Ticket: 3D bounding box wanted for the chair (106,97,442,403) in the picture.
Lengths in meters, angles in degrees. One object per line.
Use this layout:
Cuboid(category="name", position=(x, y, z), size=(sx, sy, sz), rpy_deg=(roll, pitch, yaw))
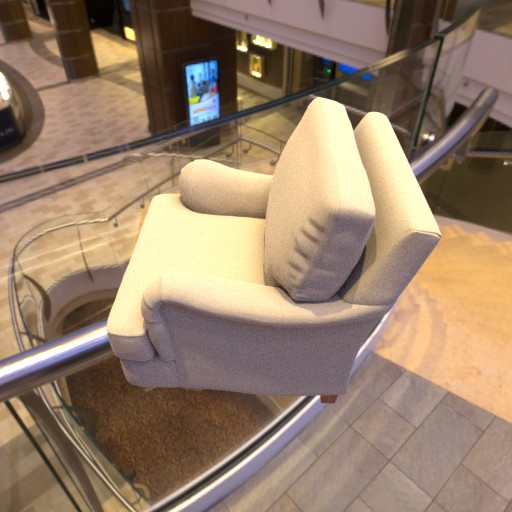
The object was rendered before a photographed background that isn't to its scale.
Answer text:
Cuboid(category="chair", position=(0.000, 0.000, 1.852), size=(1.078, 1.076, 0.895), rpy_deg=(1, 41, 1))
